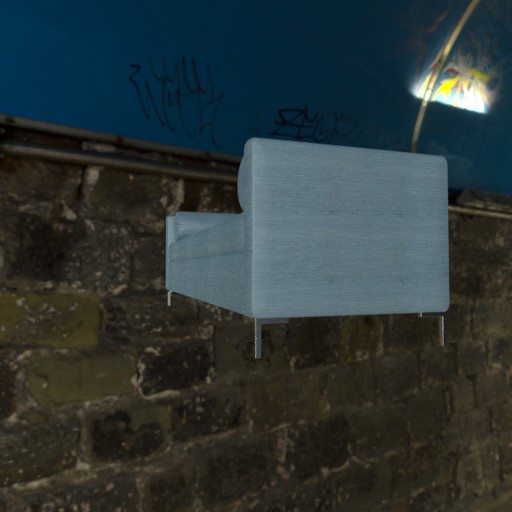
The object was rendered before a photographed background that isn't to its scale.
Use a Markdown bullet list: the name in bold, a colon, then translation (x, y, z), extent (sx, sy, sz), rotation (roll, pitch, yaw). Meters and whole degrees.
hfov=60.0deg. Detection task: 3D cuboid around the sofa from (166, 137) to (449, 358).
- **sofa**: translation (0.000, 0.000, 2.276), extent (0.686, 0.635, 1.981), rotation (1, -2, -18)
